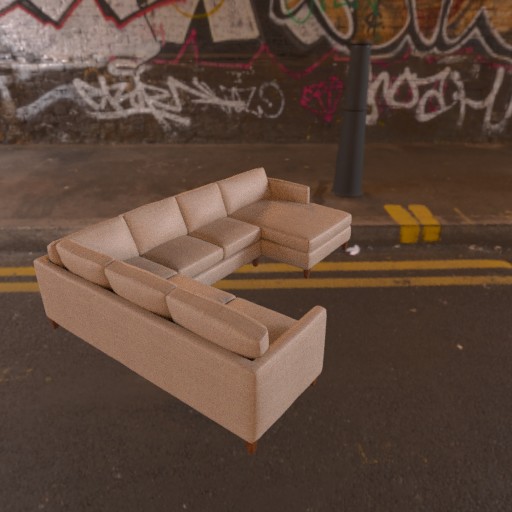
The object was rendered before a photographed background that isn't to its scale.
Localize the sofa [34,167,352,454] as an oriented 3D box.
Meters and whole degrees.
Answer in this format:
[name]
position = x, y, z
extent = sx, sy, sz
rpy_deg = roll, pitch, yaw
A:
[sofa]
position = 0.000, 0.000, 4.703
extent = 2.594, 0.961, 3.460
rpy_deg = 18, 32, 32
